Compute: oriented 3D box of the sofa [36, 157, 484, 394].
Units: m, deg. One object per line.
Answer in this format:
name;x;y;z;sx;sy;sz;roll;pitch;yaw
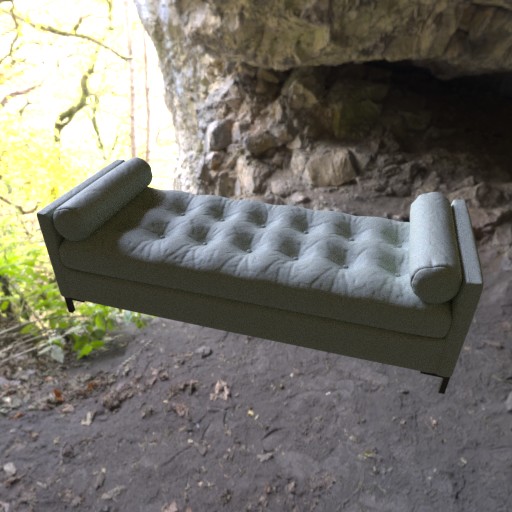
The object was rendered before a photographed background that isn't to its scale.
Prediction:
sofa;0.000;0.000;2.426;2.102;0.705;0.796;9;35;14
